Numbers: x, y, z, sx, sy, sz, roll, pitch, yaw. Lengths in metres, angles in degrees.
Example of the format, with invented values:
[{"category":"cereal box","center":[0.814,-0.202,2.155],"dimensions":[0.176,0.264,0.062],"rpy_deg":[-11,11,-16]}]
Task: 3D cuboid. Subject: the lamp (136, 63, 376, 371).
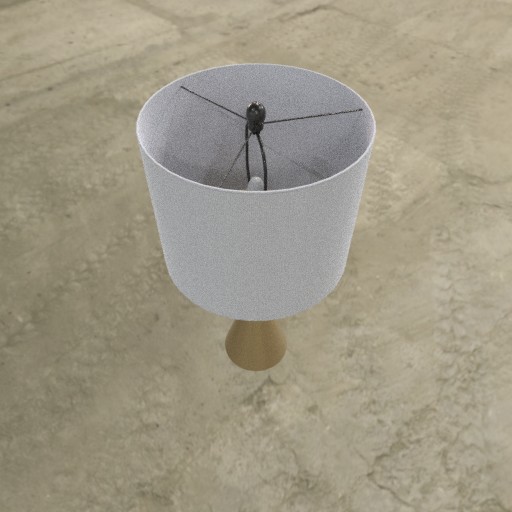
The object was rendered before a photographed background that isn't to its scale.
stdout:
[{"category":"lamp","center":[0.000,0.000,0.768],"dimensions":[0.304,0.573,0.304],"rpy_deg":[-11,49,-9]}]
